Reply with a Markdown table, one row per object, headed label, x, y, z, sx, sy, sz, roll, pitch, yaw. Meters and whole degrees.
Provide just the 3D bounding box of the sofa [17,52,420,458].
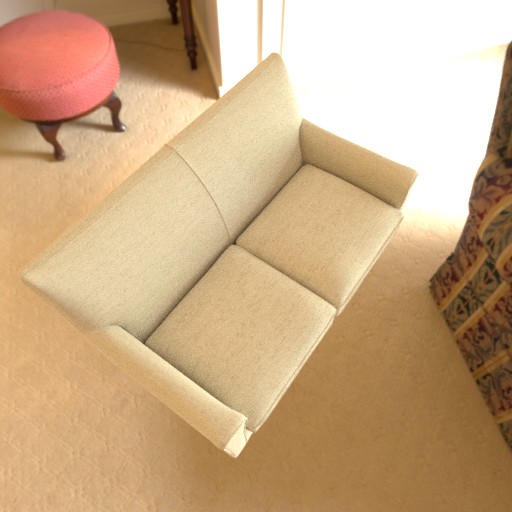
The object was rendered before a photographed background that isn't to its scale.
| label | x | y | z | sx | sy | sz | roll | pitch | yaw |
| --- | --- | --- | --- | --- | --- | --- | --- | --- | --- |
| sofa | 0.000 | 0.000 | 1.996 | 0.891 | 0.892 | 1.482 | 32 | 64 | 18 |
